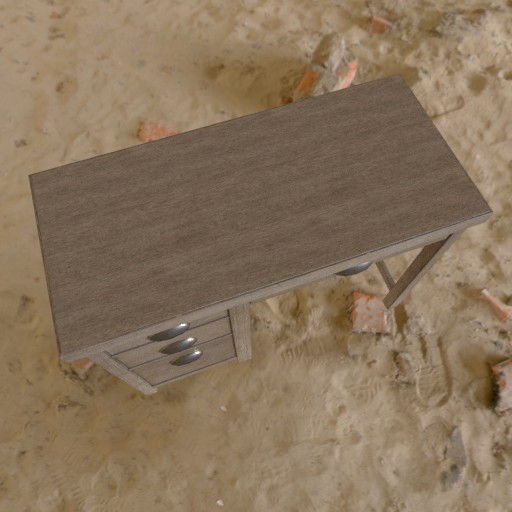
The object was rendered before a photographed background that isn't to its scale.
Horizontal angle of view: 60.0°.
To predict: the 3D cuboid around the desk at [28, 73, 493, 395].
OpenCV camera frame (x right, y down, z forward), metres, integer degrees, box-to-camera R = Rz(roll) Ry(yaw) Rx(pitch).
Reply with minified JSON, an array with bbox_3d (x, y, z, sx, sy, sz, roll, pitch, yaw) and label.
[{"bbox_3d":[0.000,0.000,1.760,1.289,0.912,0.610,-18,66,-8],"label":"desk"}]
